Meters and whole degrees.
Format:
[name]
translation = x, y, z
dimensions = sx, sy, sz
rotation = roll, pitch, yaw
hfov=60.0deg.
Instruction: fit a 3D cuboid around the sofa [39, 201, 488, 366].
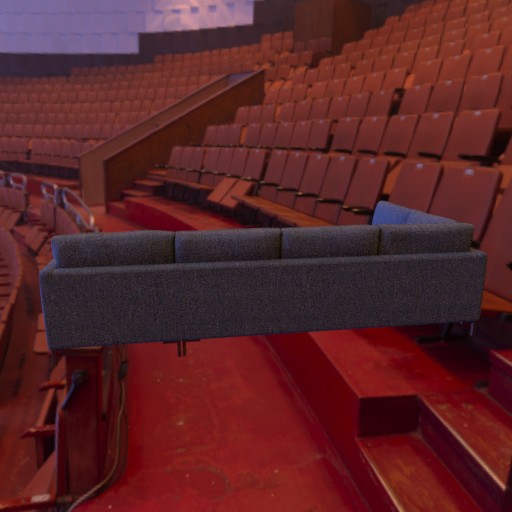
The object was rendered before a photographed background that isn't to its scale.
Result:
[sofa]
translation = 0.000, 0.000, 3.524
dimensions = 2.737, 0.753, 1.879
rotation = -2, 14, -9
